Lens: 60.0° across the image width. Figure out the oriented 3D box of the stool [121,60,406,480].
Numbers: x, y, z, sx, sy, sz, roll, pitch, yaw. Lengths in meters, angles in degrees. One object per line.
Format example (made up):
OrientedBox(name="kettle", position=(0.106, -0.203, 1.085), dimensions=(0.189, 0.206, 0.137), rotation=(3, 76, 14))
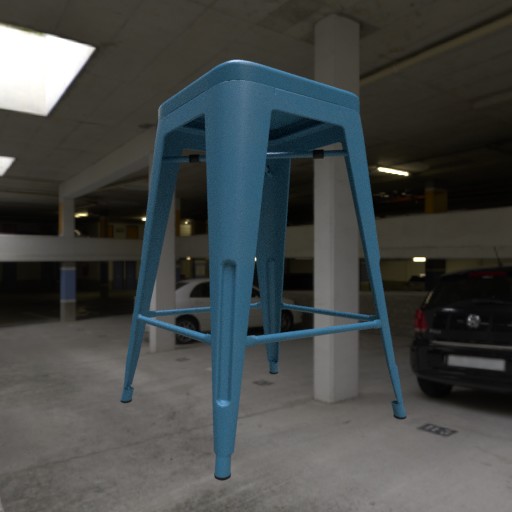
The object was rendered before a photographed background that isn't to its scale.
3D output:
OrientedBox(name="stool", position=(0.000, 0.000, 0.876), dimensions=(0.410, 0.608, 0.410), rotation=(0, 0, -35))
